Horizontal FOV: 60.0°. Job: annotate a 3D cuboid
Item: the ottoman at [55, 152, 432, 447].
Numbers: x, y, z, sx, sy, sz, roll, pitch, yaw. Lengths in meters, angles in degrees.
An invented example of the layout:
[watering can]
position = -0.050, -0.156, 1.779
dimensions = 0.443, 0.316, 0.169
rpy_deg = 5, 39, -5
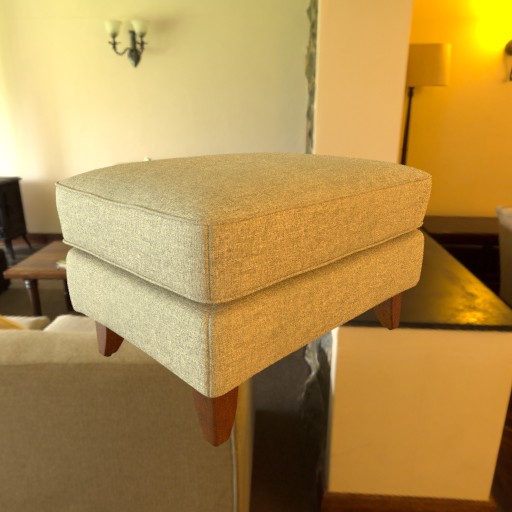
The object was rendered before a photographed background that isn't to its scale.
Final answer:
[ottoman]
position = 0.000, 0.000, 1.285
dimensions = 0.661, 0.561, 0.889
rpy_deg = 17, 25, 42
